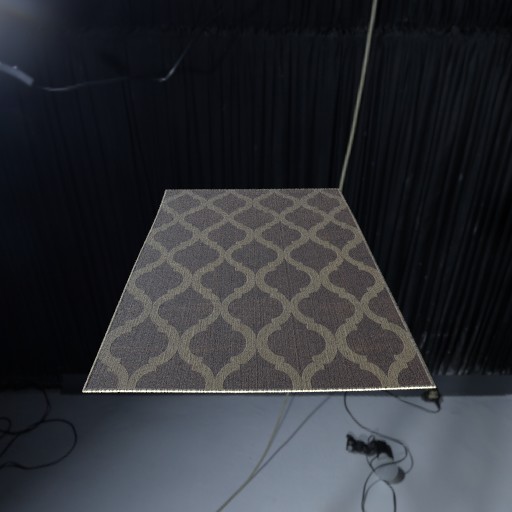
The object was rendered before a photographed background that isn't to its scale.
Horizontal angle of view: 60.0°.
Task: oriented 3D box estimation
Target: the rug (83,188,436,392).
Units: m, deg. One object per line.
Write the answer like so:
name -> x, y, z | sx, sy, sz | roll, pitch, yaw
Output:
rug -> 0.000, 0.000, 2.870 | 1.522, 0.008, 2.284 | -1, 30, -1
